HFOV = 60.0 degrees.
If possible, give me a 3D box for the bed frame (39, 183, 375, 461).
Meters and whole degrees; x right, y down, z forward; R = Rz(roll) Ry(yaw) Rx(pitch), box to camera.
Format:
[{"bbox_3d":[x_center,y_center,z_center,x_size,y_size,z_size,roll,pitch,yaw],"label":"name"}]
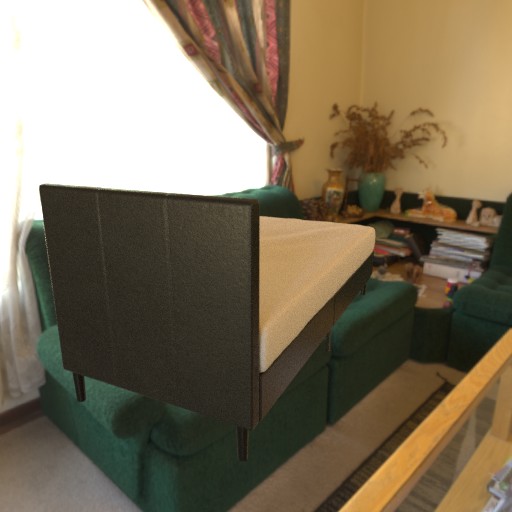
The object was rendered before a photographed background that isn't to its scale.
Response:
[{"bbox_3d":[0.000,0.000,2.558,1.038,1.046,2.152,8,18,25],"label":"bed frame"}]
